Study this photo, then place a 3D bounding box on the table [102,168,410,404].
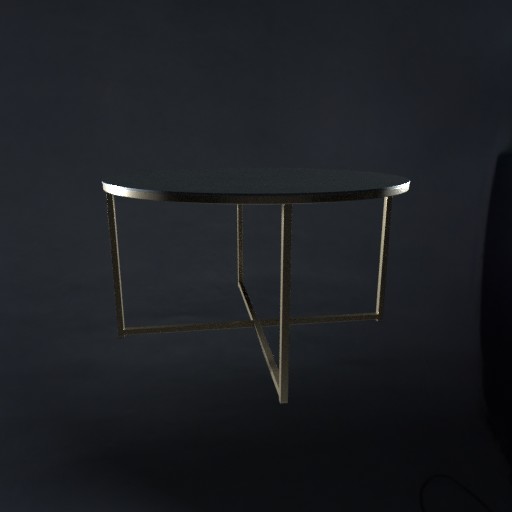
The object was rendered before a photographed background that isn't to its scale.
[{"bbox_3d":[0.000,0.000,1.272,0.800,0.450,0.800,0,15,0],"label":"table"}]
